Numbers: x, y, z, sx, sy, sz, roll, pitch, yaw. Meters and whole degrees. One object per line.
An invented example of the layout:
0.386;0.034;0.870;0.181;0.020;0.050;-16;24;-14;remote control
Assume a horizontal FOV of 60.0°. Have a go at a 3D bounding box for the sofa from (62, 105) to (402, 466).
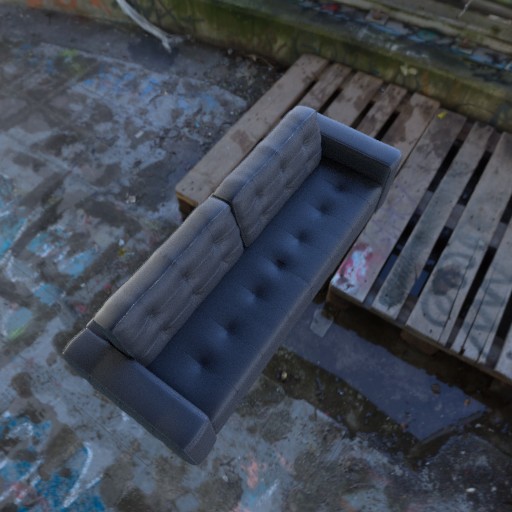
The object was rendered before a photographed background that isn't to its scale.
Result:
0.000;0.000;2.718;0.833;0.893;2.275;31;64;17;sofa
